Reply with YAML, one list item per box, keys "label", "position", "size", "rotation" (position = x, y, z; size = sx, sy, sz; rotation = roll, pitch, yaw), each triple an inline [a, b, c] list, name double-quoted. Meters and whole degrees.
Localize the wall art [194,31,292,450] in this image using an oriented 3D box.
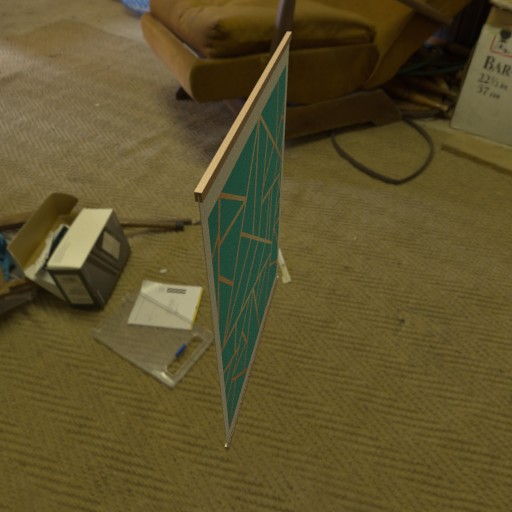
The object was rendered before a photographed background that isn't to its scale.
- label: "wall art"
  position: [0.000, 0.000, 1.323]
  size: [0.013, 1.016, 0.758]
  rotation: [10, 46, 10]
